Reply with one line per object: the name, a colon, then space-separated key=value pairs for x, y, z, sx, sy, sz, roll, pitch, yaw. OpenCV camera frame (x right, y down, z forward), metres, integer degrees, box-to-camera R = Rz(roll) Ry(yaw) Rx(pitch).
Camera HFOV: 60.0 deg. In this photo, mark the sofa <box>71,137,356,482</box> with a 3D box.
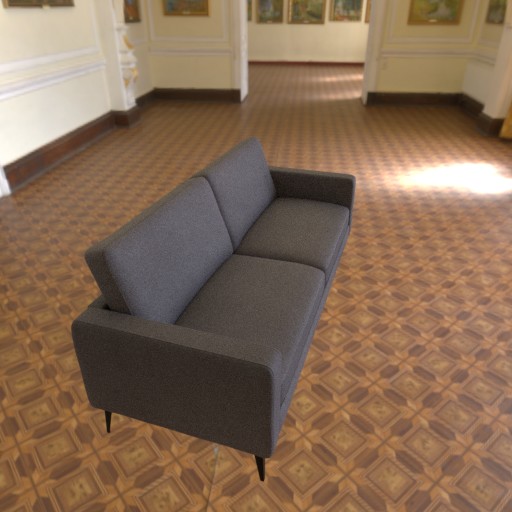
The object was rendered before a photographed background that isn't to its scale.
sofa: x=0.000 y=0.000 z=2.334 sx=0.774 sy=0.828 sz=1.925 roll=9 pitch=31 yaw=16
